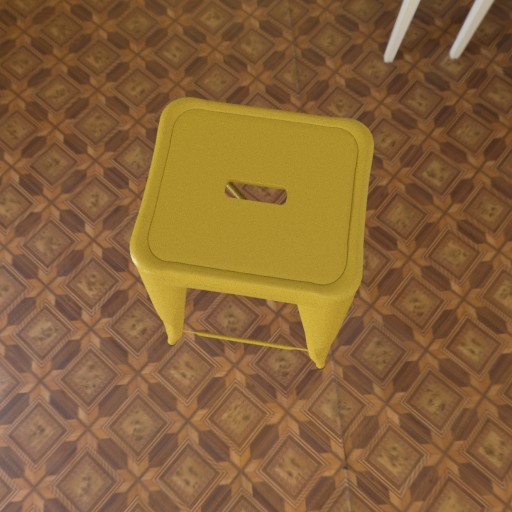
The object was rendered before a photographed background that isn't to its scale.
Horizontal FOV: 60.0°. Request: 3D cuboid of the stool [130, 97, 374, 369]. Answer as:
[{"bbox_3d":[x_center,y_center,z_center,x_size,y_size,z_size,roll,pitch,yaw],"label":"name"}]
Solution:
[{"bbox_3d":[0.000,0.000,0.859,0.399,0.609,0.359,8,74,2],"label":"stool"}]
